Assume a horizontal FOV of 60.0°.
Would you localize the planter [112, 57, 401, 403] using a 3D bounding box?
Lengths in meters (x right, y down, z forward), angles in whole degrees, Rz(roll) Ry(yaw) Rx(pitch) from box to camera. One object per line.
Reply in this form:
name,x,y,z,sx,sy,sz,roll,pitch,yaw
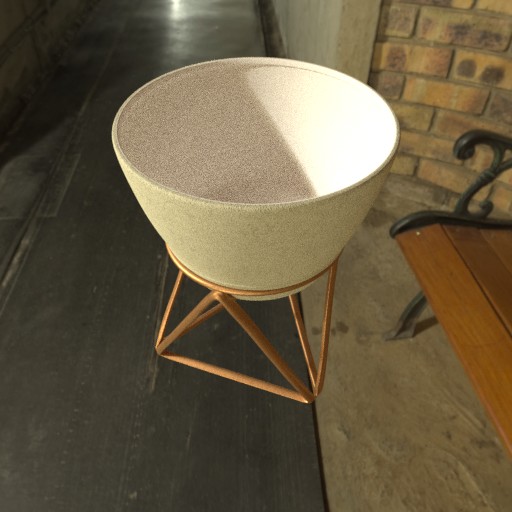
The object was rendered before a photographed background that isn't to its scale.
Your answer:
planter,0.000,0.000,0.730,0.350,0.504,0.350,-31,54,-26
